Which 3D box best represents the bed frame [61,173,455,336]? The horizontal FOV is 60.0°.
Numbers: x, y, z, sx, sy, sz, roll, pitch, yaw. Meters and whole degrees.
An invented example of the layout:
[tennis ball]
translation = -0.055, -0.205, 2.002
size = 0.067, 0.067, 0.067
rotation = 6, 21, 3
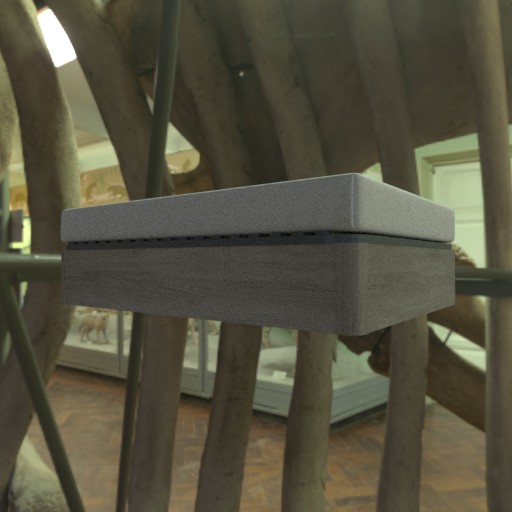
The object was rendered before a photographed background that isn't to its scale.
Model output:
[bed frame]
translation = 0.000, 0.000, 2.604
size = 1.900, 0.561, 1.400
rotation = 0, -1, 37
